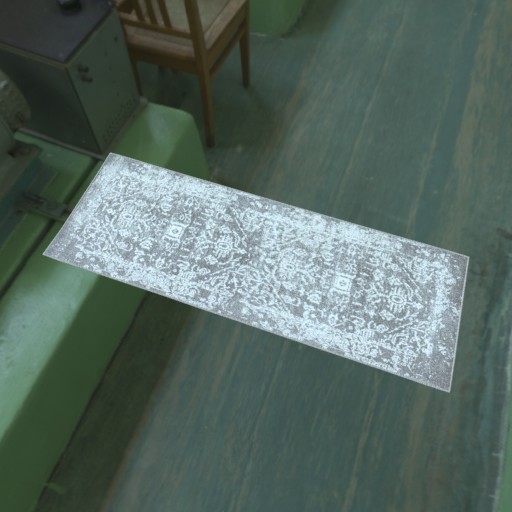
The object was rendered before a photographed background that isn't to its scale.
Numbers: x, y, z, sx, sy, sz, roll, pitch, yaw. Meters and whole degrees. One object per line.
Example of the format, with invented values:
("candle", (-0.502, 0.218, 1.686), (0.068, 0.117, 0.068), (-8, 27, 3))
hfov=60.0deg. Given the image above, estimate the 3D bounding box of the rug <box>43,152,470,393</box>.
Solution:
("rug", (0.000, 0.000, 2.687), (2.452, 0.017, 0.855), (17, 64, 9))
